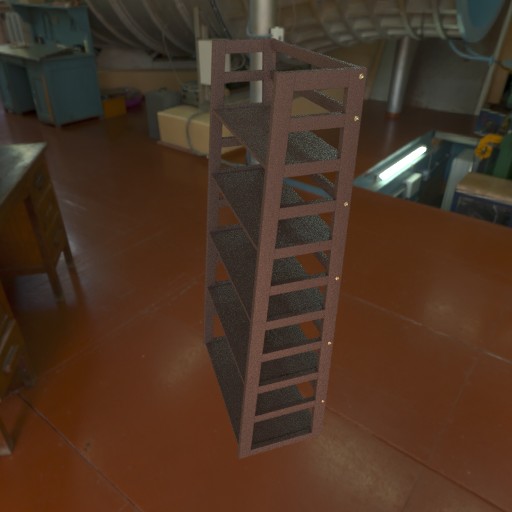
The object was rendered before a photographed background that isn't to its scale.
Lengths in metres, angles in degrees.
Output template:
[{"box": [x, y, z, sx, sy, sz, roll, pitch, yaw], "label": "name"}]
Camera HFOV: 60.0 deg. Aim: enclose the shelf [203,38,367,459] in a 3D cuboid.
[{"box": [0.000, 0.000, 1.902, 0.403, 1.600, 0.763, -10, 33, -15], "label": "shelf"}]
